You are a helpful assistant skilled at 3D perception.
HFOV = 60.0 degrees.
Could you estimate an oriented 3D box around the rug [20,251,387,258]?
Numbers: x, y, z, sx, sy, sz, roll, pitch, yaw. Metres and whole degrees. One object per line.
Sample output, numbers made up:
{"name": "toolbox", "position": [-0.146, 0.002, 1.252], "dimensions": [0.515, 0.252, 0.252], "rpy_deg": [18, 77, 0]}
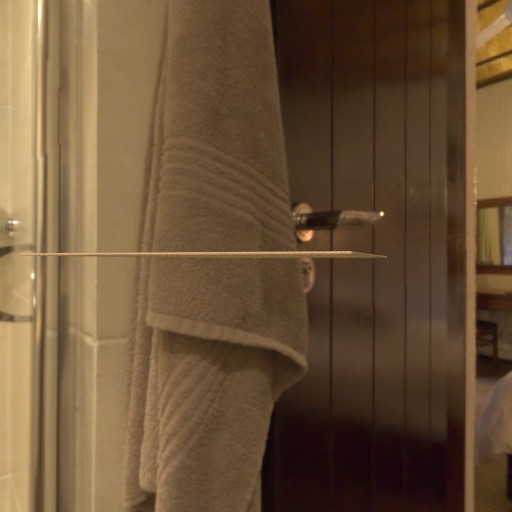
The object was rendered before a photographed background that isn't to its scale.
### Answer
{"name": "rug", "position": [0.000, 0.000, 2.319], "dimensions": [1.236, 0.009, 1.839], "rpy_deg": [0, -1, 19]}
